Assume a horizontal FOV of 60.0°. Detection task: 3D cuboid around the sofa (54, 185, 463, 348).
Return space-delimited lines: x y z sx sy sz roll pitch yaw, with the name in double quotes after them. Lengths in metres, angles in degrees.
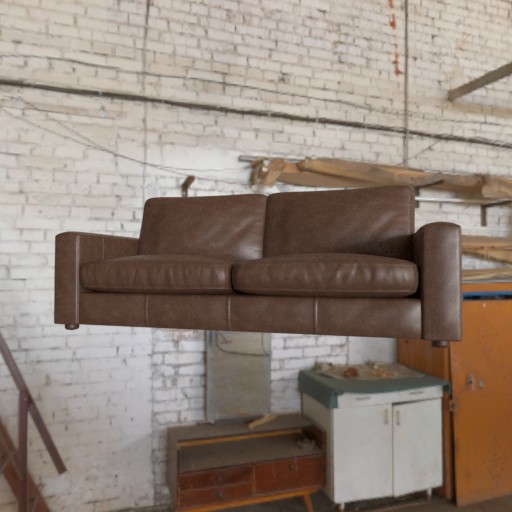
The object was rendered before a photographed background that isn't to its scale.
0.000 0.000 2.712 2.179 0.873 1.016 0 -1 16 "sofa"
